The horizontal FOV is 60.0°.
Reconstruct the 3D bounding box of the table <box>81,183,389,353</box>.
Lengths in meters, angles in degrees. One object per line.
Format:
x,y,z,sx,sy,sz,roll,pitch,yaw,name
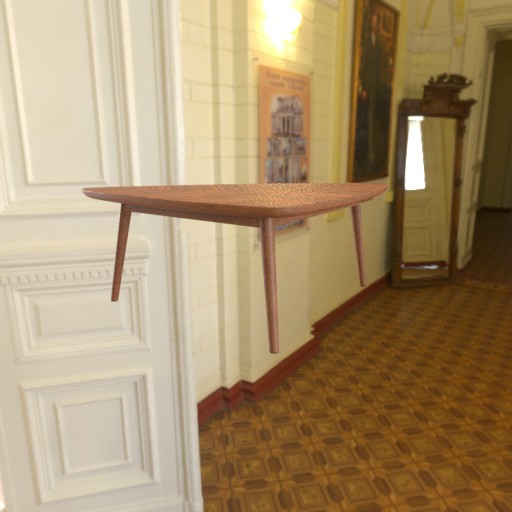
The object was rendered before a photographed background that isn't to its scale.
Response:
0.000,0.000,1.282,1.008,0.365,0.601,-3,14,-10,table
